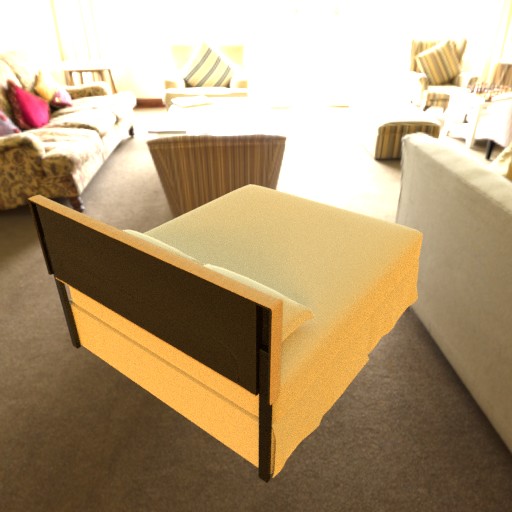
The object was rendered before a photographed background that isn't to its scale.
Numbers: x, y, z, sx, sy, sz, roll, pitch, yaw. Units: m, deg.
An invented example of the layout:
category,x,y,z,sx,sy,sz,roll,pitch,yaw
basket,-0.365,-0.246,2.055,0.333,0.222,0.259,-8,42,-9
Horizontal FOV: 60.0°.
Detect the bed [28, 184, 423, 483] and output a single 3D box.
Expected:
category,x,y,z,sx,sy,sz,roll,pitch,yaw
bed,0.000,0.000,2.803,1.616,1.016,1.876,21,36,31
